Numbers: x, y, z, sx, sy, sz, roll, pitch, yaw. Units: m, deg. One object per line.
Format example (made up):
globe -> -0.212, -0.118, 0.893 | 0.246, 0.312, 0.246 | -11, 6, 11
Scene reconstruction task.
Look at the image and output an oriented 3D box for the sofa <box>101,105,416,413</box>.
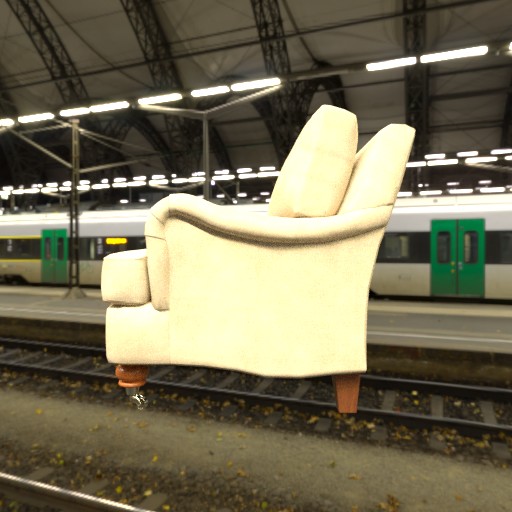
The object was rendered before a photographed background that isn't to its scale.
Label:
sofa -> 0.000, 0.000, 2.205 | 1.086, 1.087, 1.498 | 0, 1, 0
